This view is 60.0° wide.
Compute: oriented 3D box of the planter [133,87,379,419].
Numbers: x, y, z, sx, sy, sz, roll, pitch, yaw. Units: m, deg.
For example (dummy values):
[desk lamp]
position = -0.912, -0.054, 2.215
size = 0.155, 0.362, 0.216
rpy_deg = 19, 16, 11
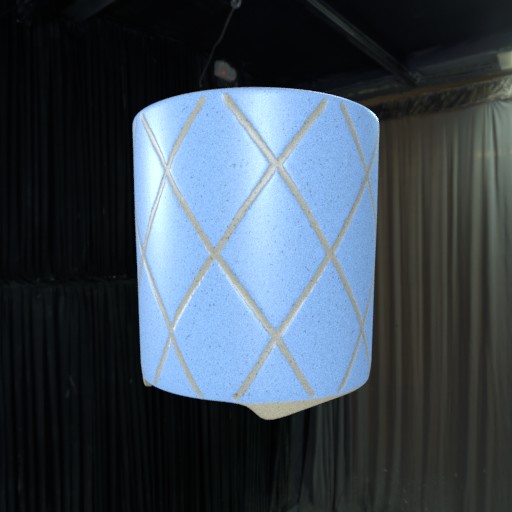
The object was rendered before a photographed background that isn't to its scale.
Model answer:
[planter]
position = 0.000, 0.000, 0.355
size = 0.191, 0.200, 0.191
rpy_deg = 0, 0, 0
